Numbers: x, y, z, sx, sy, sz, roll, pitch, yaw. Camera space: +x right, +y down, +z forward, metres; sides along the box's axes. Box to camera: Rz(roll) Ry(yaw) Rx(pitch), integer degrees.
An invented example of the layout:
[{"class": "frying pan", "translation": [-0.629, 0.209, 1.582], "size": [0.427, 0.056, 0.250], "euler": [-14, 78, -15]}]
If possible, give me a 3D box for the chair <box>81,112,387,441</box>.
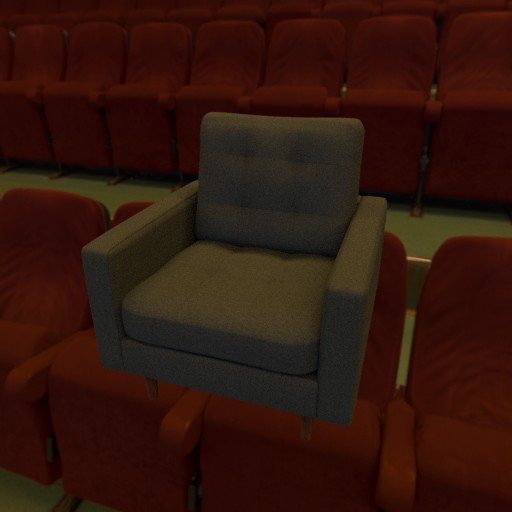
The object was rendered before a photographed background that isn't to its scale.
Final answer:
[{"class": "chair", "translation": [0.000, 0.000, 1.549], "size": [0.821, 0.880, 0.843], "euler": [8, 26, 17]}]
